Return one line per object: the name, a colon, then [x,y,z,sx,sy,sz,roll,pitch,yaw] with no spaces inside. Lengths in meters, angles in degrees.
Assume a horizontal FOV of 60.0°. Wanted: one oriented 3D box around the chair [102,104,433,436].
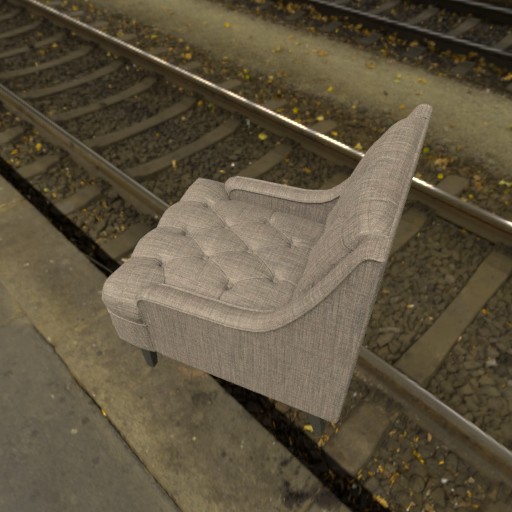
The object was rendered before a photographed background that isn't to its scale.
chair: [0.000,0.000,1.397,0.771,0.891,0.655,17,48,16]
